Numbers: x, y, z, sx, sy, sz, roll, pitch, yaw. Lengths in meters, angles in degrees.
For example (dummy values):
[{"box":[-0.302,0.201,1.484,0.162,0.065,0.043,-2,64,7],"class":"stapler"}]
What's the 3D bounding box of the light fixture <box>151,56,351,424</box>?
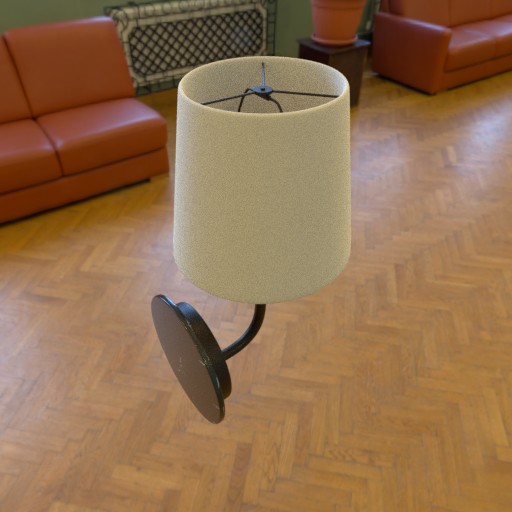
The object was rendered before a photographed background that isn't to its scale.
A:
[{"box":[0.000,0.000,0.439,0.188,0.337,0.168,-25,46,-27],"class":"light fixture"}]
